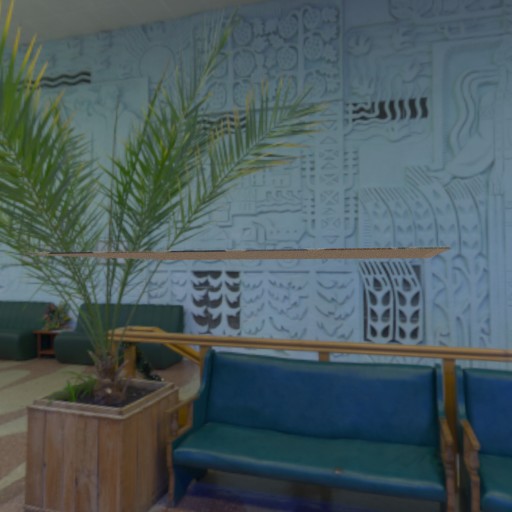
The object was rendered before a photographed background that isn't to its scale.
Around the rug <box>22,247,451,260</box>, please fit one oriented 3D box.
[{"bbox_3d":[0.000,0.000,4.230,3.200,0.013,2.439,-1,-2,18],"label":"rug"}]
